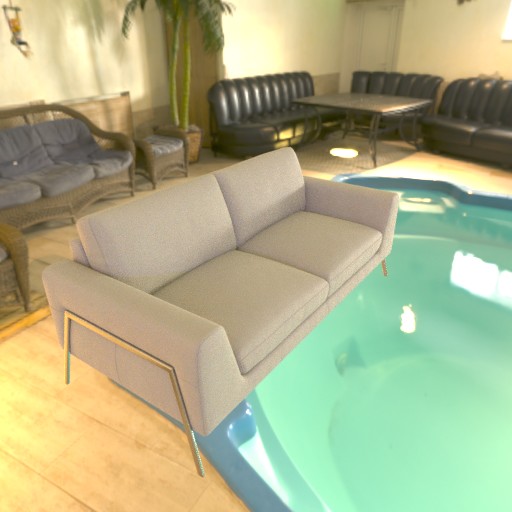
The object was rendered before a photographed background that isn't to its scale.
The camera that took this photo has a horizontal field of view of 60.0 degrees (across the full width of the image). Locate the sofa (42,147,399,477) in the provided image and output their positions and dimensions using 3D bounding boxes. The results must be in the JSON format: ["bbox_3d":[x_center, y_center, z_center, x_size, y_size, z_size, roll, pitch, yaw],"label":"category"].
[{"bbox_3d":[0.000,0.000,2.527,0.953,0.875,2.017,18,31,31],"label":"sofa"}]
